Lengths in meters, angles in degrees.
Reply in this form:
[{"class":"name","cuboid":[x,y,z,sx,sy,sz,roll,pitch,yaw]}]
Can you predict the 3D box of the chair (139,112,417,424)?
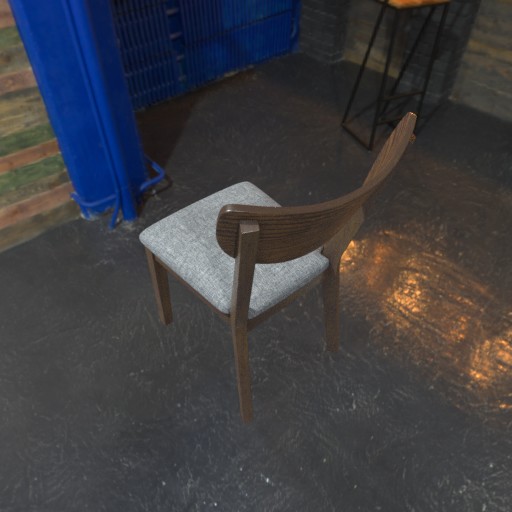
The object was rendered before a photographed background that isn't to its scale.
[{"class":"chair","cuboid":[0.000,0.000,1.201,0.491,0.849,0.583,-31,53,-27]}]
